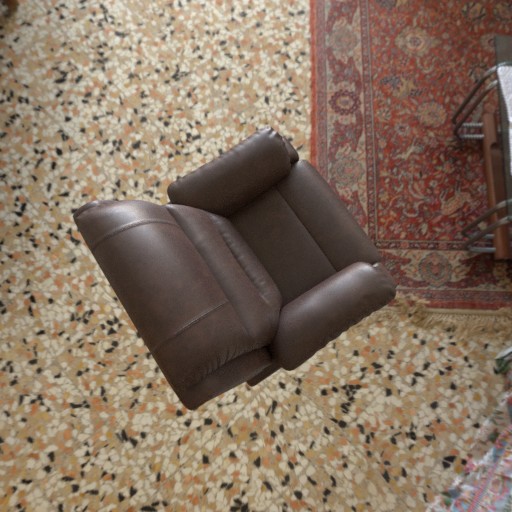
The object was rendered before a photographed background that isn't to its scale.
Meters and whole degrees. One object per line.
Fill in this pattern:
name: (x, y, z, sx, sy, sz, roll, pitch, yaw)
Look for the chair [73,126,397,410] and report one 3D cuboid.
chair: (0.000, 0.000, 1.699, 0.919, 0.992, 0.855, -33, 78, -8)
